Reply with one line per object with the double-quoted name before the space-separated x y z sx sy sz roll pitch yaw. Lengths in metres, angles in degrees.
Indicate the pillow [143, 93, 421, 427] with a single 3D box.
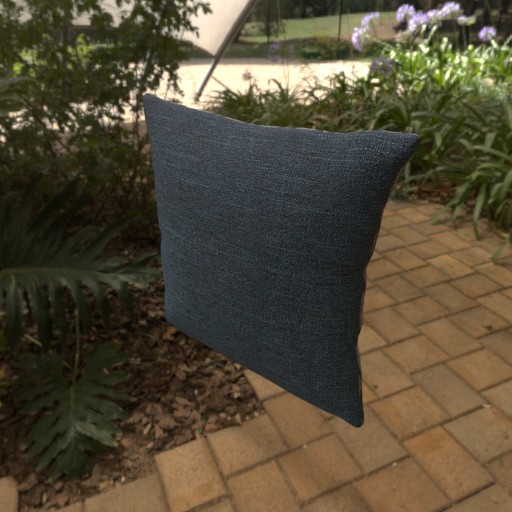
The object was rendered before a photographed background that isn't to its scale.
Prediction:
"pillow" 0.000 0.000 0.672 0.435 0.435 0.159 20 34 32
